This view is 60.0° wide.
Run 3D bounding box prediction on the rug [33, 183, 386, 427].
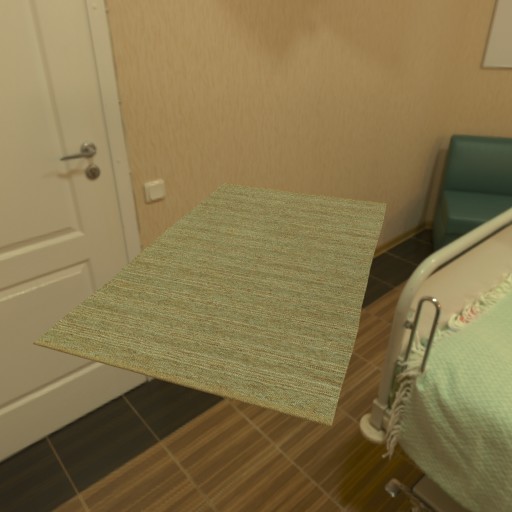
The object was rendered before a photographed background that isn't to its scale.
[{"bbox_3d":[0.000,0.000,3.025,1.540,0.012,2.448,10,31,17],"label":"rug"}]
